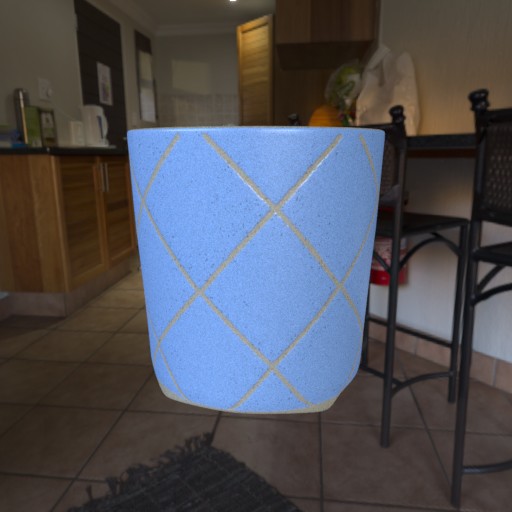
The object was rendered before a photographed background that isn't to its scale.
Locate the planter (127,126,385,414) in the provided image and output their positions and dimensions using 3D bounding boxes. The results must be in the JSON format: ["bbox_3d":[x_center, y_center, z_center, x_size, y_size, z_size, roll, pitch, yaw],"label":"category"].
[{"bbox_3d":[0.000,0.000,0.433,0.227,0.235,0.227,0,14,0],"label":"planter"}]
